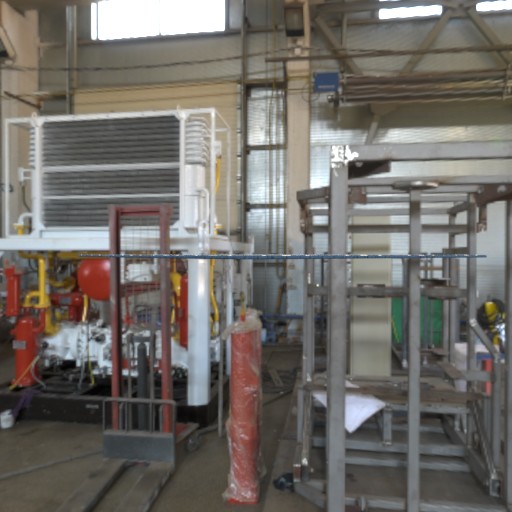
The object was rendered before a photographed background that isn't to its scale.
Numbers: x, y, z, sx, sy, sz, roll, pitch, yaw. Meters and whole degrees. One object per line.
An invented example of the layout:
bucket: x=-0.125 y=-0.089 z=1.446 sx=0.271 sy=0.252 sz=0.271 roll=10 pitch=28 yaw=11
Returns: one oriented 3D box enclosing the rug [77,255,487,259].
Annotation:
rug: x=0.000 y=0.000 z=3.879 sx=2.270 sy=0.020 sz=2.881 roll=0 pitch=0 yaw=-36
